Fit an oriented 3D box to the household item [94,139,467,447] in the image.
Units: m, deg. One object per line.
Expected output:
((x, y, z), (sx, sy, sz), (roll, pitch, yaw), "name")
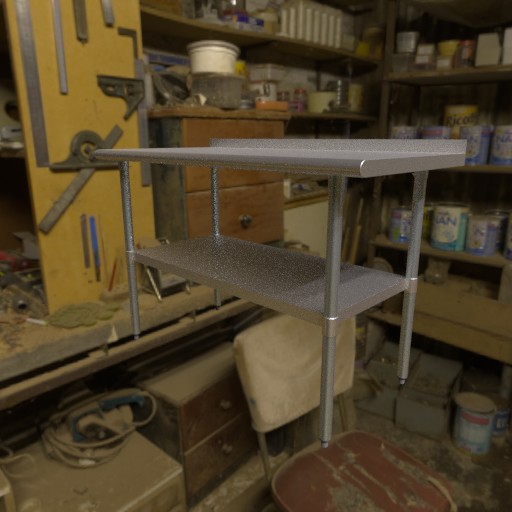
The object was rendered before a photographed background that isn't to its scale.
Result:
((0.000, 0.000, 1.671), (1.219, 0.851, 0.610), (14, 20, 42), "household item")
